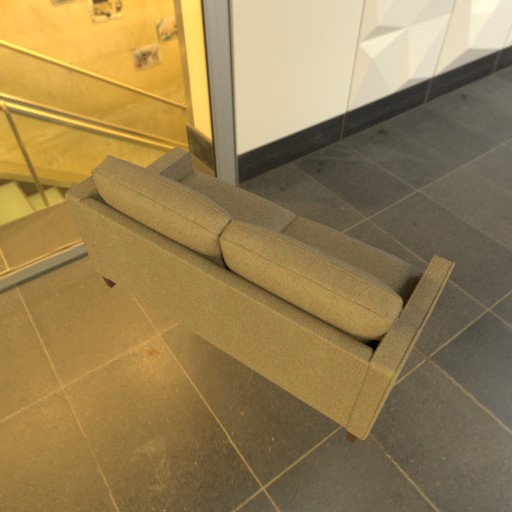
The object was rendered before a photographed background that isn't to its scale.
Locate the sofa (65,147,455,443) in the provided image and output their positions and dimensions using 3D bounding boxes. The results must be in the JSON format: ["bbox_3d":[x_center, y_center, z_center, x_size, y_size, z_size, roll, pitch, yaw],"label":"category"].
[{"bbox_3d":[0.000,0.000,2.872,2.181,1.074,1.073,27,52,23],"label":"sofa"}]
